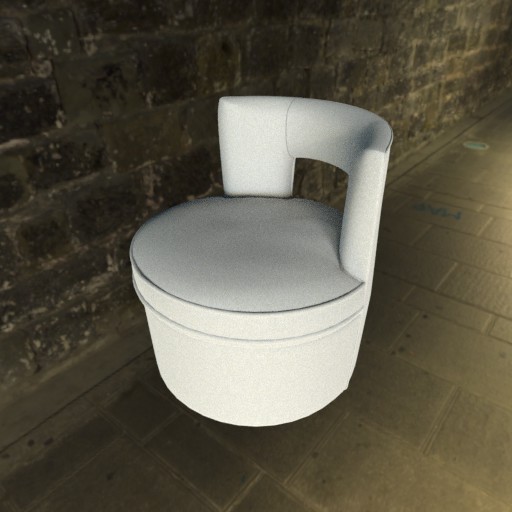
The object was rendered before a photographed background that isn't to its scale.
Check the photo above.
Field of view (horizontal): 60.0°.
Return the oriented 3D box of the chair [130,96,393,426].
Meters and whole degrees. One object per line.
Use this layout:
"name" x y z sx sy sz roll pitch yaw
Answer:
"chair" 0.000 0.000 1.213 0.665 0.723 0.650 -21 37 -30
